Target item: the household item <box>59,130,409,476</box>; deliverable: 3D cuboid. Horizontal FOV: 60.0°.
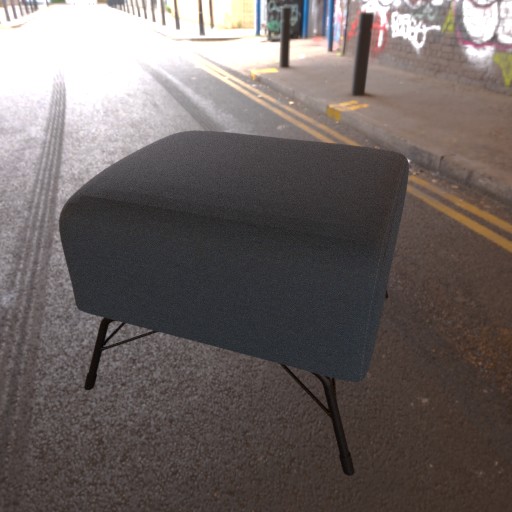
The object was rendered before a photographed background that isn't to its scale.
[{"bbox_3d":[0.000,0.000,0.895,0.530,0.420,0.530,11,32,17],"label":"household item"}]
